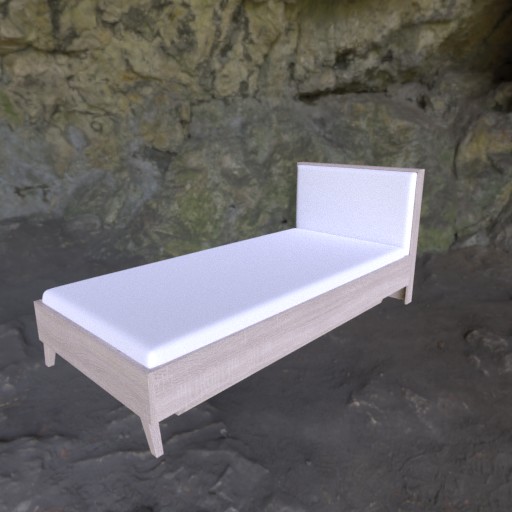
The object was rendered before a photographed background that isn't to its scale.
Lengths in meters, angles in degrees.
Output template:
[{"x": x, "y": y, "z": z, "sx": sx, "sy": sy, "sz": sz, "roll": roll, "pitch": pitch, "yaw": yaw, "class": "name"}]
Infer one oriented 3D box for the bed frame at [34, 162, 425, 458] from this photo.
[{"x": 0.000, "y": 0.000, "z": 2.575, "sx": 0.990, "sy": 0.920, "sz": 2.140, "roll": 14, "pitch": 21, "yaw": 41, "class": "bed frame"}]
